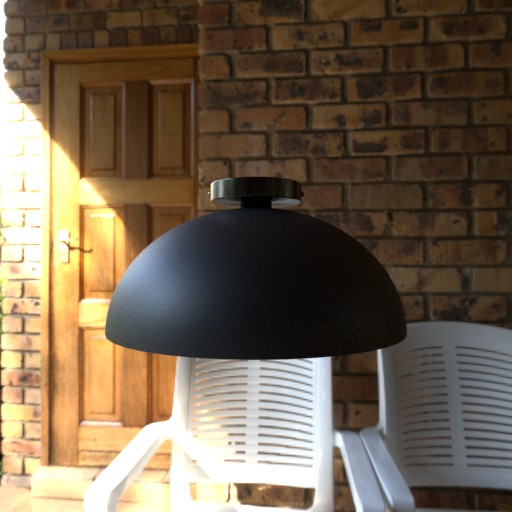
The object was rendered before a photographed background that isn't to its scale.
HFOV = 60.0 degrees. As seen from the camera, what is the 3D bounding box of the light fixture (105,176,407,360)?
[{"bbox_3d":[0.000,0.000,0.550,0.355,0.177,0.355,0,0,0],"label":"light fixture"}]
